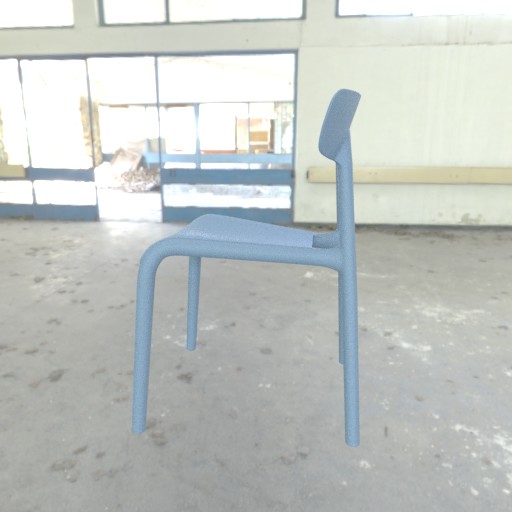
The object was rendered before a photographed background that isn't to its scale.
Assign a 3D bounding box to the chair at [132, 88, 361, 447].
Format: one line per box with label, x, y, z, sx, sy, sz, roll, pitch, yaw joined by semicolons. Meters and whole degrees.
chair;0.000;0.000;0.859;0.401;0.580;0.356;2;14;8
